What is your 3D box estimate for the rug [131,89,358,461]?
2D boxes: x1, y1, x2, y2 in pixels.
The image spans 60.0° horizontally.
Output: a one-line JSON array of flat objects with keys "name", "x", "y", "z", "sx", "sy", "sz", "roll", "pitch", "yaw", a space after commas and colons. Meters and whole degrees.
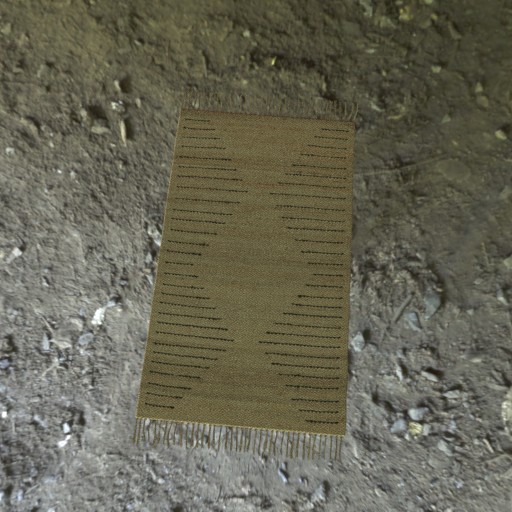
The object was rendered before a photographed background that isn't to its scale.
[{"name": "rug", "x": 0.000, "y": 0.000, "z": 2.055, "sx": 0.905, "sy": 0.017, "sz": 1.718, "roll": 5, "pitch": 75, "yaw": 1}]
